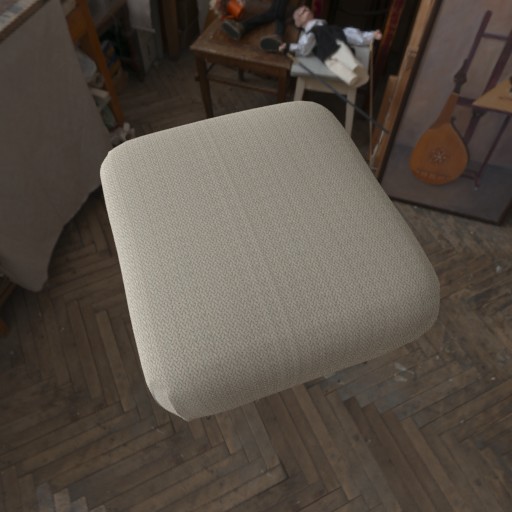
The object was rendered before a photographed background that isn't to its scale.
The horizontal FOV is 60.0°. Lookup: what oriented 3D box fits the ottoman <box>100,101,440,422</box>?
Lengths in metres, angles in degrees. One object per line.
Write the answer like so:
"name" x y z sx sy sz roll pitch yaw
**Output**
"ottoman" 0.000 0.000 1.111 0.622 0.447 0.684 -16 59 -10
